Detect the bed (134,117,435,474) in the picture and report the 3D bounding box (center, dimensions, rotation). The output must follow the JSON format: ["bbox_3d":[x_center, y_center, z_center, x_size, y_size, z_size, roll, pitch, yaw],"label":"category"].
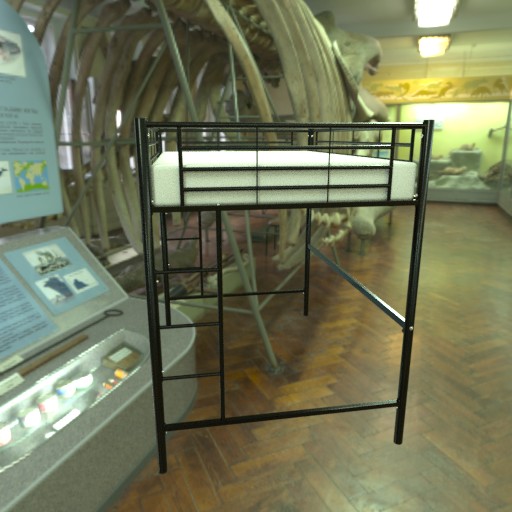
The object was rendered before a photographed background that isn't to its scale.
[{"bbox_3d":[0.000,0.000,3.166,1.397,1.803,1.994,-3,15,-10],"label":"bed"}]
